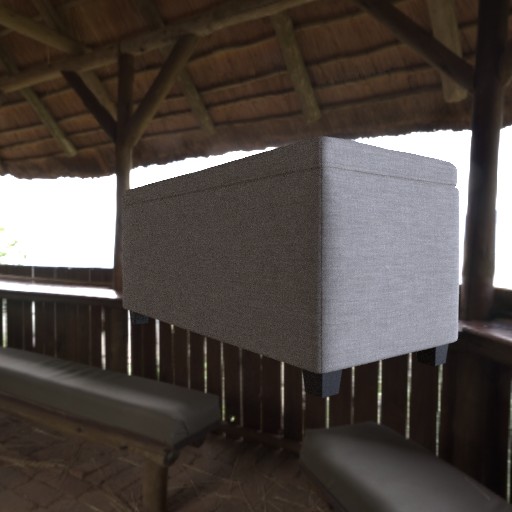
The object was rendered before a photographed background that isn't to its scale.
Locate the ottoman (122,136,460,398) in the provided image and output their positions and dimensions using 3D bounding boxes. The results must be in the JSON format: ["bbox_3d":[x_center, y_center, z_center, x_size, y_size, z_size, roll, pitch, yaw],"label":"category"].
[{"bbox_3d":[0.000,0.000,1.145,0.419,0.432,0.902,-1,2,-36],"label":"ottoman"}]
